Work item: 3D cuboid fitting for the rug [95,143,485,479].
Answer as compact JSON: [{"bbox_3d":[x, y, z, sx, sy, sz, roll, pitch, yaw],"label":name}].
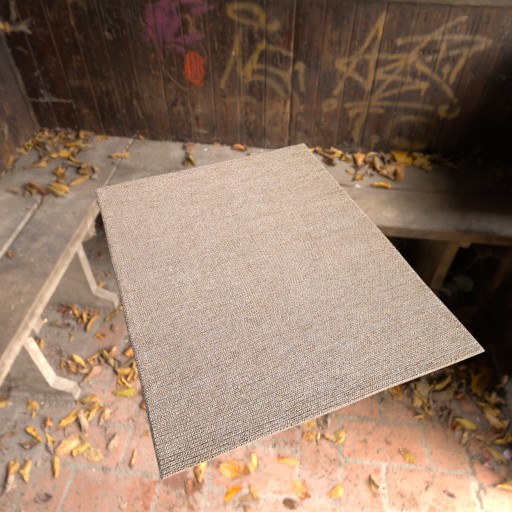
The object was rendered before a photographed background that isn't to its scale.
[{"bbox_3d":[0.000,0.000,3.922,2.406,0.012,3.034,-16,48,-15],"label":"rug"}]
